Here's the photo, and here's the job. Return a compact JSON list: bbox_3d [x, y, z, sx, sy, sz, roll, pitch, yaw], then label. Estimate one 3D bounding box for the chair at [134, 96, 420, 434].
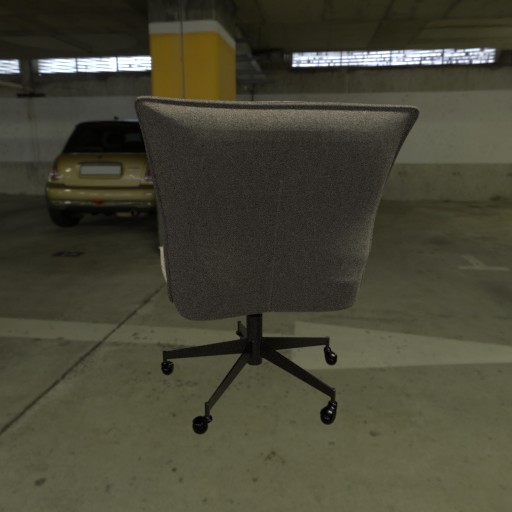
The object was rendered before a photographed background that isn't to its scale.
[{"bbox_3d":[0.000,0.000,1.306,0.597,0.811,0.696,-3,14,-10],"label":"chair"}]
